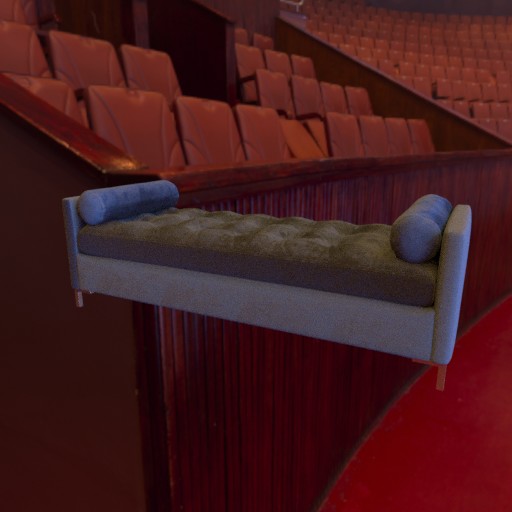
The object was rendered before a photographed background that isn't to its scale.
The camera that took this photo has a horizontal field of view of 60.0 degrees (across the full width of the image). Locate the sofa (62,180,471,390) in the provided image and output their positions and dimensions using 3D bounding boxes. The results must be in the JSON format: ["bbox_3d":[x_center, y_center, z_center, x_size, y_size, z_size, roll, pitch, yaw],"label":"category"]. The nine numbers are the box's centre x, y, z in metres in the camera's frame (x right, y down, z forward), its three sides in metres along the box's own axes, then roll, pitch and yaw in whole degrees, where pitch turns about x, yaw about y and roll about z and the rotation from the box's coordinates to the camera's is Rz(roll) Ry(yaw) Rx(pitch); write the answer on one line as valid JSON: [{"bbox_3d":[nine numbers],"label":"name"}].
[{"bbox_3d":[0.000,0.000,2.458,2.102,0.705,0.796,7,17,26],"label":"sofa"}]
